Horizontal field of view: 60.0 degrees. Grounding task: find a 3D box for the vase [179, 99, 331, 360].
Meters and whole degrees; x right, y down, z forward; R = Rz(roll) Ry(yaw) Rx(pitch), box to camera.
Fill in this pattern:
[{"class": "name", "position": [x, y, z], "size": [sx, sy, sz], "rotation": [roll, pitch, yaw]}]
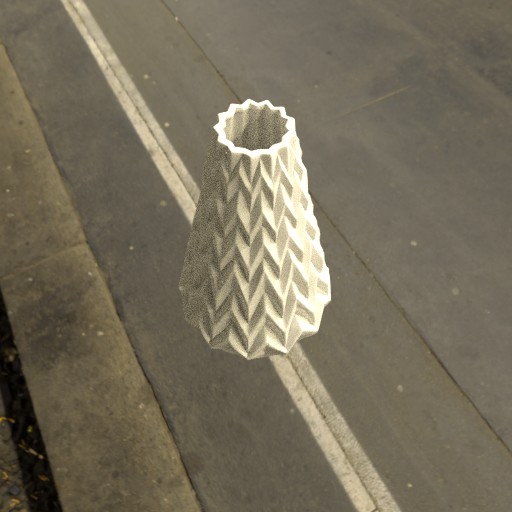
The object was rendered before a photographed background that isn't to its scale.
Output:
[{"class": "vase", "position": [0.000, 0.000, 0.433], "size": [0.167, 0.328, 0.167], "rotation": [0, 59, 0]}]
